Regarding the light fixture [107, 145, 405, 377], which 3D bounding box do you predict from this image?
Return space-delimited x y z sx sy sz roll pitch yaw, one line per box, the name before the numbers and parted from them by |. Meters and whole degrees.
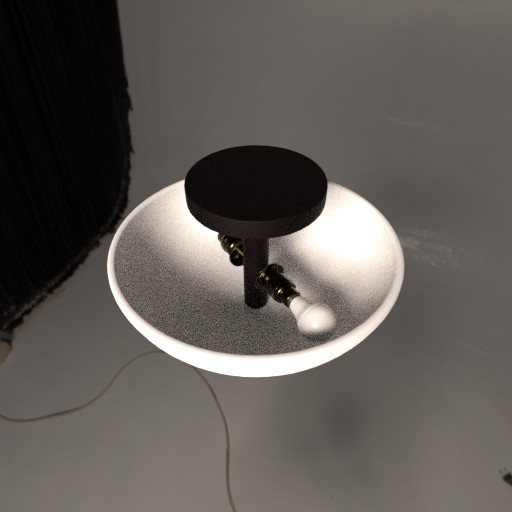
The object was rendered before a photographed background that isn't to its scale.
light fixture | 0.000 0.000 0.522 0.331 0.212 0.331 0 42 0
